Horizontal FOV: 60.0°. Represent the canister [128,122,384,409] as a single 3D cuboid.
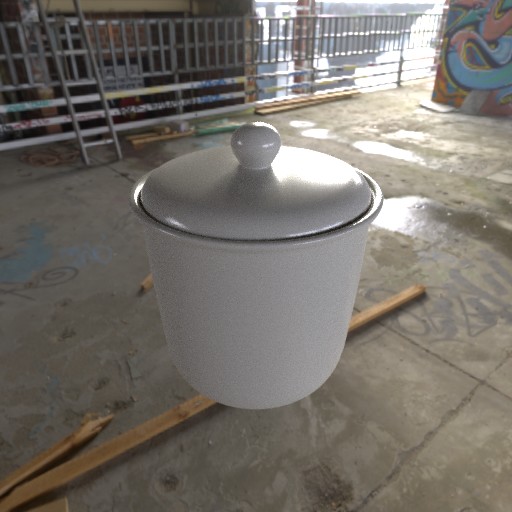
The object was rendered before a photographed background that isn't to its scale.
[{"bbox_3d":[0.000,0.000,0.353,0.182,0.208,0.182,0,30,0],"label":"canister"}]
